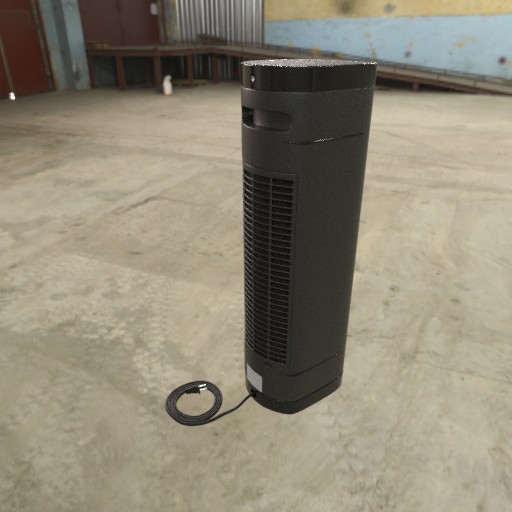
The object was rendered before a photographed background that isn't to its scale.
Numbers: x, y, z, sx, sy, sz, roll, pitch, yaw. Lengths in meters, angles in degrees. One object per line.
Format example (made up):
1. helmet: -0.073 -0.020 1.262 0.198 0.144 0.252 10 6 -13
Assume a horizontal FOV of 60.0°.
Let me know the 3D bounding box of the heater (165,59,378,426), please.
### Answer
1. heater: 0.000 0.000 0.690 0.312 0.552 0.174 -18 31 -32
